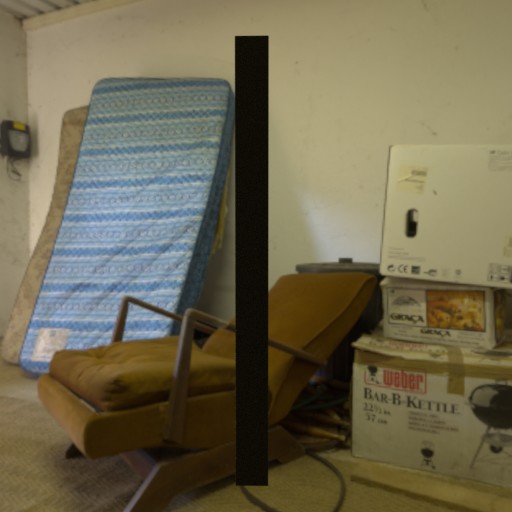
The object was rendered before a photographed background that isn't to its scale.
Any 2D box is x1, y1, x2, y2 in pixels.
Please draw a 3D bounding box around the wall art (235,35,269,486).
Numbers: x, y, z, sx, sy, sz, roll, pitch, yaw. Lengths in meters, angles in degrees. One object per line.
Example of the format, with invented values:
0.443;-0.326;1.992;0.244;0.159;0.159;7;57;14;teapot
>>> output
0.000;0.000;0.750;0.037;0.506;0.506;0;2;1;wall art
